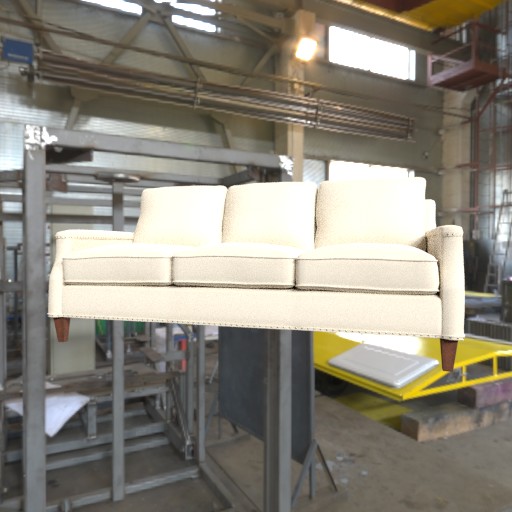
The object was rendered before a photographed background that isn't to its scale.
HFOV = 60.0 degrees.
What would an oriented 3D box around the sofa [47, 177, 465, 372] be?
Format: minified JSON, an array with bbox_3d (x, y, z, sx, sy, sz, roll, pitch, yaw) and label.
[{"bbox_3d":[0.000,0.000,2.757,2.246,1.003,1.084,0,1,17],"label":"sofa"}]
